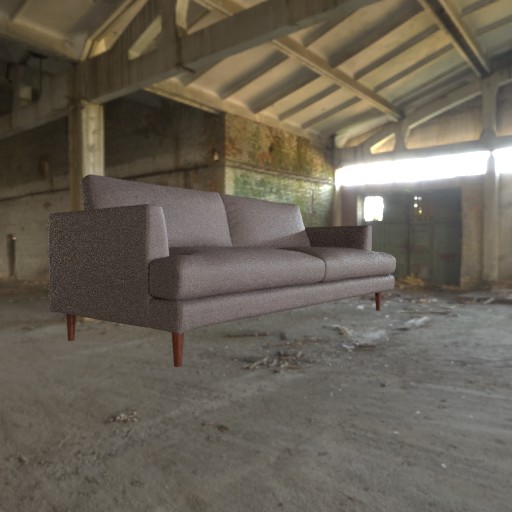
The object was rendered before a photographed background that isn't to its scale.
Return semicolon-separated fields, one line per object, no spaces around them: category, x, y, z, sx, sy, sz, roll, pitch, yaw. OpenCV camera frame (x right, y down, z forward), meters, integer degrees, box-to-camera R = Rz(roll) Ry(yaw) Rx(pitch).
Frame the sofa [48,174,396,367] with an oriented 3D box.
sofa;0.000;0.000;2.871;1.020;0.868;2.250;1;1;38
